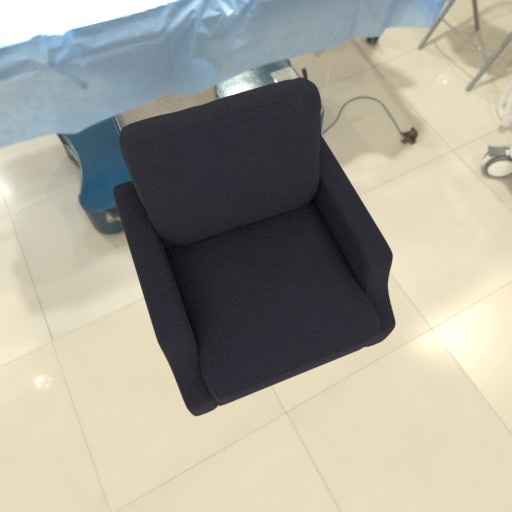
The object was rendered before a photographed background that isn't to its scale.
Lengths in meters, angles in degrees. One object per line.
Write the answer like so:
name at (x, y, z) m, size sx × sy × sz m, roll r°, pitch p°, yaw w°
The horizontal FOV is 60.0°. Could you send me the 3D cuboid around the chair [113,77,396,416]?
chair at (0.000, 0.000, 1.681) m, size 0.855 × 0.991 × 0.897 m, roll -19°, pitch 64°, yaw -10°
